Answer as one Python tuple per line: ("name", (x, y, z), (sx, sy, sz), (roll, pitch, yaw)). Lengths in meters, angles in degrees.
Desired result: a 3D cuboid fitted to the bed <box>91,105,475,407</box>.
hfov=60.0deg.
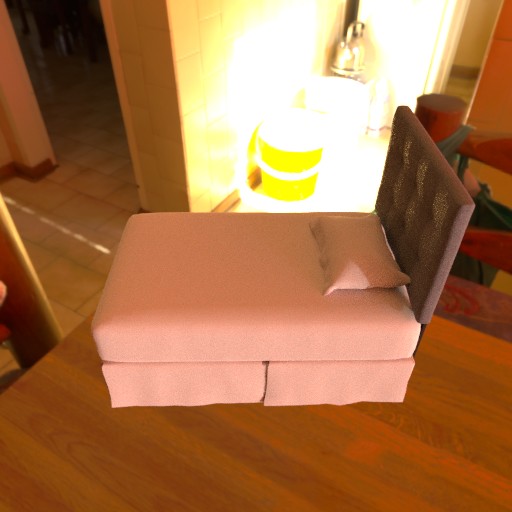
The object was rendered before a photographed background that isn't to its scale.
("bed", (0.000, 0.000, 2.908), (1.997, 1.571, 1.261), (0, 41, 0))
